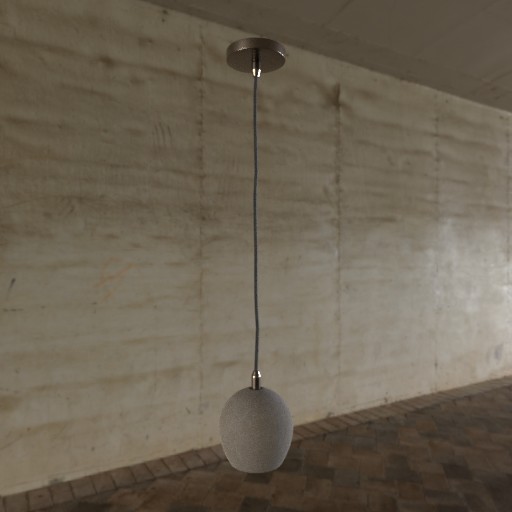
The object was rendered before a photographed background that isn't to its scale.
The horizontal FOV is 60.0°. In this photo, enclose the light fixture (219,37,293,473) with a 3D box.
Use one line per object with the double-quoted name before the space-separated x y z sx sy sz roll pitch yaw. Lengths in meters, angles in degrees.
"light fixture" 0.000 0.000 0.829 0.139 0.764 0.139 0 0 2
